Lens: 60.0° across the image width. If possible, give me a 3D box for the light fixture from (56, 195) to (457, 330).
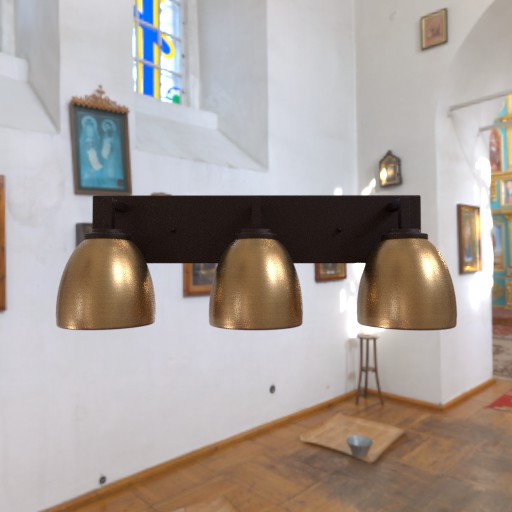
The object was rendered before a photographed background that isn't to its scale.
[{"bbox_3d":[0.000,0.000,0.668,0.582,0.204,0.157,0,-2,0],"label":"light fixture"}]
